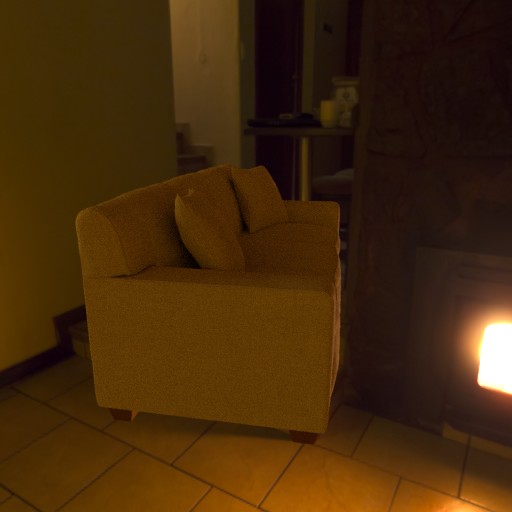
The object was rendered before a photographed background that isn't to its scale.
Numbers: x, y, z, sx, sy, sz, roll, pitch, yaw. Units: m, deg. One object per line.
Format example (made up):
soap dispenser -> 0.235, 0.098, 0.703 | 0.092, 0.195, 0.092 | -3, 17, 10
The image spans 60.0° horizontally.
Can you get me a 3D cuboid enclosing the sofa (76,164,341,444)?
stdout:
sofa -> 0.000, 0.000, 2.587 | 0.997, 0.958, 2.024 | 3, 16, 10
